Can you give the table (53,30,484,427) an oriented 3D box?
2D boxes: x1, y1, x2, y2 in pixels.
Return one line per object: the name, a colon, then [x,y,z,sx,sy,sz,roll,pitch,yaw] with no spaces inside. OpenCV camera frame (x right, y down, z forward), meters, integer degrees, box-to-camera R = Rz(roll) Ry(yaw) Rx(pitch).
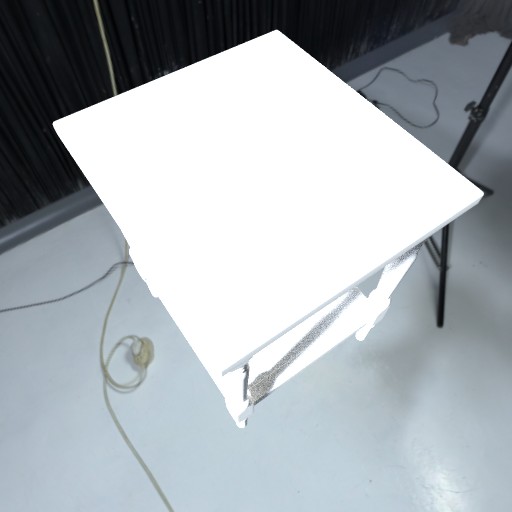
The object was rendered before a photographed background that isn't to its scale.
table: [0.000,0.000,0.896,0.442,0.565,0.488,-31,63,-18]
